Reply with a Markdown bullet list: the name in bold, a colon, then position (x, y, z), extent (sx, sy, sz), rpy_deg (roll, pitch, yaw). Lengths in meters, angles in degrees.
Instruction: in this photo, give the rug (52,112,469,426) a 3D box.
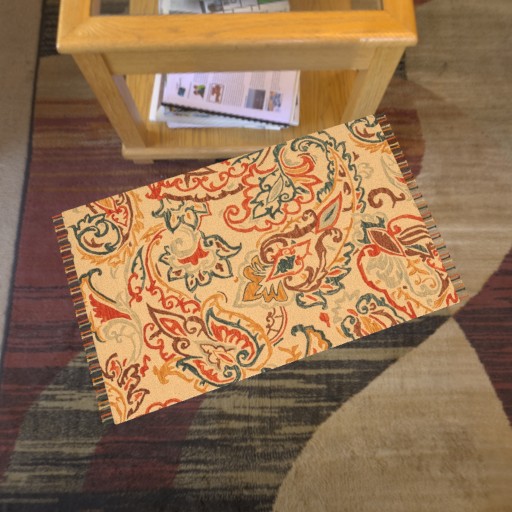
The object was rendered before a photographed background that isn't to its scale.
- **rug**: position (0.000, 0.000, 3.118), extent (2.584, 0.010, 1.523), rpy_deg (-18, 77, -4)
